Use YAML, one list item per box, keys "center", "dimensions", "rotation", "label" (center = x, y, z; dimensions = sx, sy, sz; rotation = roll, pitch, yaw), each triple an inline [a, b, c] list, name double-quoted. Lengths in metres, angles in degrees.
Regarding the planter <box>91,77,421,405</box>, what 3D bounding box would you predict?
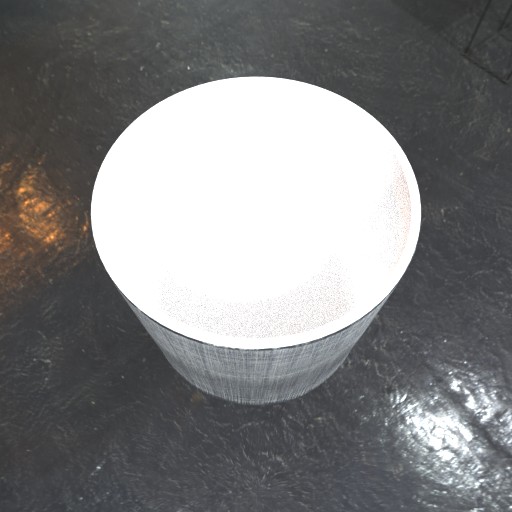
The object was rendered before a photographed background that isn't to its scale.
- center: [0.000, 0.000, 0.442]
  dimensions: [0.254, 0.221, 0.254]
  rotation: [0, 62, 0]
  label: "planter"
